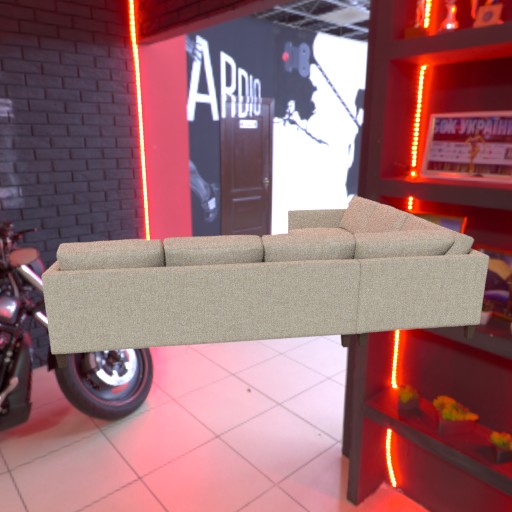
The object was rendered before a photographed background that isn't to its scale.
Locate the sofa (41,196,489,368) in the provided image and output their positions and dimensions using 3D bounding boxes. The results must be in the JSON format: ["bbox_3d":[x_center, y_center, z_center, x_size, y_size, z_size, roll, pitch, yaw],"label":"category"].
[{"bbox_3d":[0.000,0.000,4.282,3.182,0.863,2.432,-2,15,-9],"label":"sofa"}]
